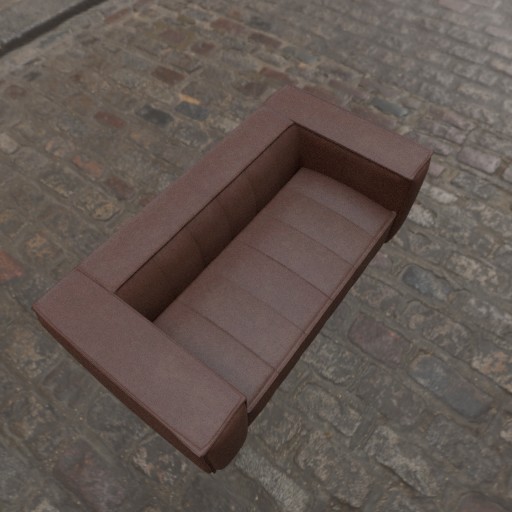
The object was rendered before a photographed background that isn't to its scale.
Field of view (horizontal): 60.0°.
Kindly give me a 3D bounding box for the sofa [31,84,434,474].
[{"bbox_3d":[0.000,0.000,2.555,1.102,0.703,2.088,33,63,19],"label":"sofa"}]
